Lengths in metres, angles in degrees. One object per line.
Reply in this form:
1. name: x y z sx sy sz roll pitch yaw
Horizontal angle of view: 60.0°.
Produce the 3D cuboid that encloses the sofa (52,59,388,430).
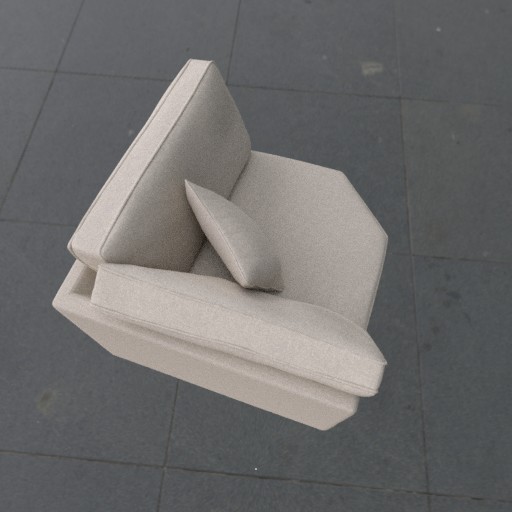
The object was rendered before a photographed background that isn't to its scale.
1. sofa: 0.000 0.000 1.820 1.050 0.937 1.042 18 66 9
